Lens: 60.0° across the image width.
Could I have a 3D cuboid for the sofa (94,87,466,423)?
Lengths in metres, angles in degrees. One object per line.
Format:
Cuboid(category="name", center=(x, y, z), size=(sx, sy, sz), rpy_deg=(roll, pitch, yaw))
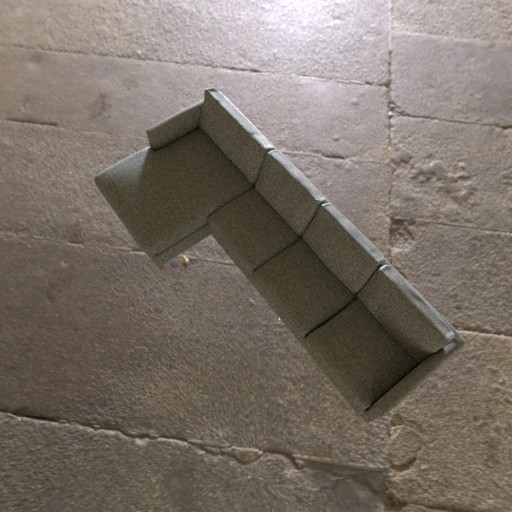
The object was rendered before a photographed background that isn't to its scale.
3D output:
Cuboid(category="sofa", center=(0.000, 0.000, 4.148), size=(1.635, 0.960, 3.485), rpy_deg=(-34, 68, -16))
